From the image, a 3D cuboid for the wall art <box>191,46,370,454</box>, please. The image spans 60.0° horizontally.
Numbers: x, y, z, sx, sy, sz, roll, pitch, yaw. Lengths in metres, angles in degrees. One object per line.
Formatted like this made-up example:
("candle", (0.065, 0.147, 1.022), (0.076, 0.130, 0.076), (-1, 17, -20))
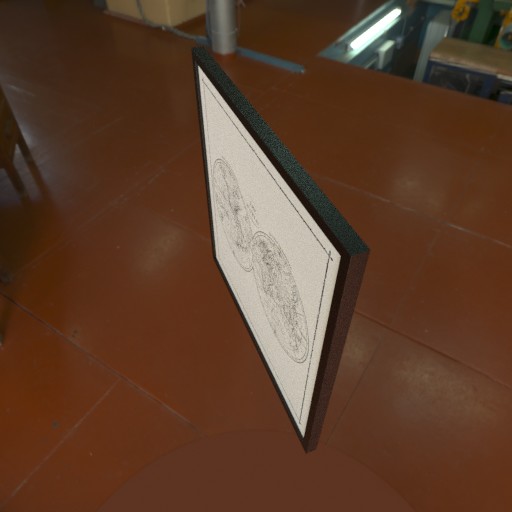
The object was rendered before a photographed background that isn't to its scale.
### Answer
("wall art", (0.000, 0.000, 1.151), (0.031, 0.775, 0.773), (-17, 49, -15))
